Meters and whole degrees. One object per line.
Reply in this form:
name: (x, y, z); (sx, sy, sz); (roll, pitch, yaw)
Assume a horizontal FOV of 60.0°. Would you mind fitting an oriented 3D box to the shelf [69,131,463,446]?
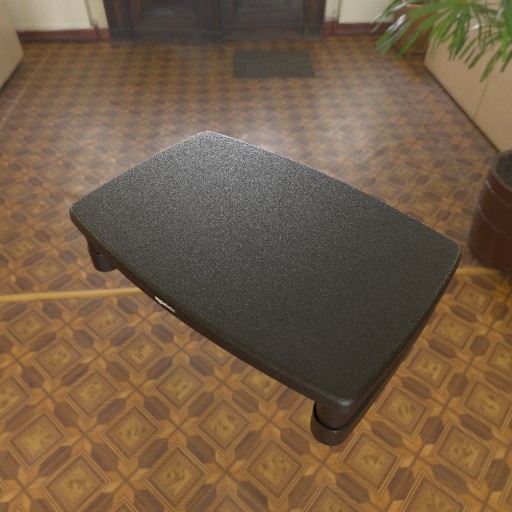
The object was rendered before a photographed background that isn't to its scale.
shelf: (0.000, 0.000, 0.537); (0.410, 0.100, 0.280); (31, 53, 27)
